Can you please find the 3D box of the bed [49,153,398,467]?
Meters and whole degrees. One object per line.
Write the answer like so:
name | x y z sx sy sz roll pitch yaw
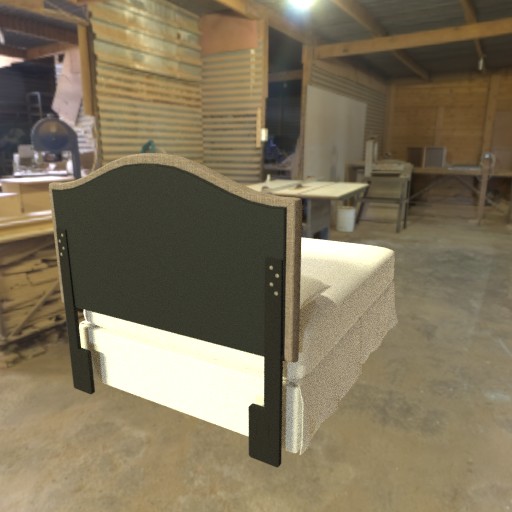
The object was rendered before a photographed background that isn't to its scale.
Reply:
bed | 0.000 0.000 3.277 1.713 1.518 2.153 8 16 29
